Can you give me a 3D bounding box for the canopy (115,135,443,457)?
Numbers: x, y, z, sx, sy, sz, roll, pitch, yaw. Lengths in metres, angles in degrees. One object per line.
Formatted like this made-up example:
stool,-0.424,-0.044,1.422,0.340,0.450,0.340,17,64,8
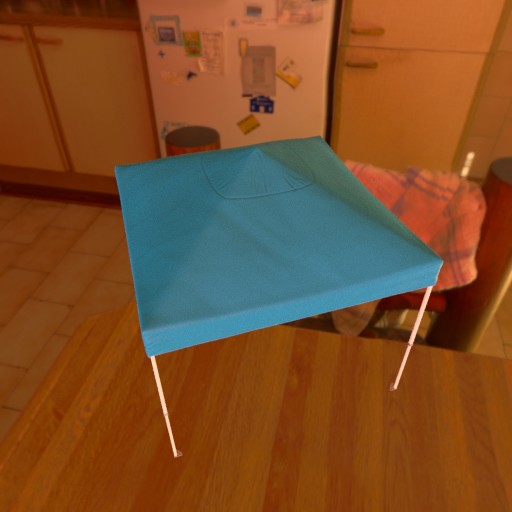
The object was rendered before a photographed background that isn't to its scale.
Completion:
canopy,0.000,0.000,5.621,2.996,2.997,2.998,-12,42,-14
